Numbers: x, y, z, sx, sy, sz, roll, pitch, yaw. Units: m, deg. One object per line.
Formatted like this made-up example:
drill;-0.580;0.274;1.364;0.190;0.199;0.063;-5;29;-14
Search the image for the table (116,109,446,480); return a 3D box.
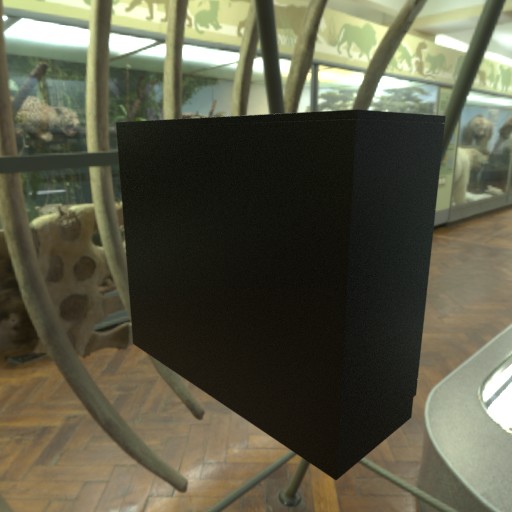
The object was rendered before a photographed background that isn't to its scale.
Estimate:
table;0.000;0.000;1.343;0.380;0.790;0.930;-14;20;-41
